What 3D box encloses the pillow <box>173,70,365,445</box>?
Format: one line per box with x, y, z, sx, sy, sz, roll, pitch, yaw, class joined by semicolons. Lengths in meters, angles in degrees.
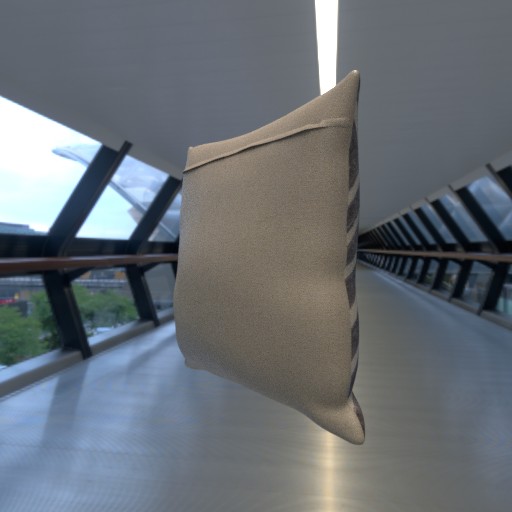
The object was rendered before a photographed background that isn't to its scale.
0.000;0.000;0.692;0.182;0.441;0.440;0;0;-36;pillow
